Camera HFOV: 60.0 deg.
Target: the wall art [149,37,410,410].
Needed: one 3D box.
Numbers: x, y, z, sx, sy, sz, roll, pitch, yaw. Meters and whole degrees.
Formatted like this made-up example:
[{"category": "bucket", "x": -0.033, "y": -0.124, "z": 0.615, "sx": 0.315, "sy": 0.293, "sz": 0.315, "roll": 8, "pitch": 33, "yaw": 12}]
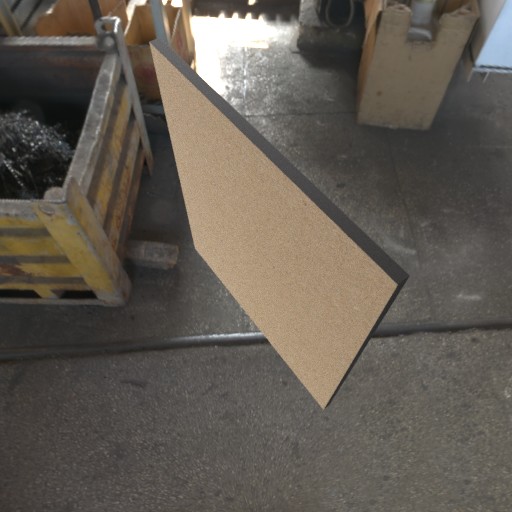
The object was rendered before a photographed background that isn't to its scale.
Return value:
[{"category": "wall art", "x": 0.000, "y": 0.000, "z": 1.200, "sx": 0.028, "sy": 0.863, "sz": 0.755, "roll": -33, "pitch": 64, "yaw": -18}]
